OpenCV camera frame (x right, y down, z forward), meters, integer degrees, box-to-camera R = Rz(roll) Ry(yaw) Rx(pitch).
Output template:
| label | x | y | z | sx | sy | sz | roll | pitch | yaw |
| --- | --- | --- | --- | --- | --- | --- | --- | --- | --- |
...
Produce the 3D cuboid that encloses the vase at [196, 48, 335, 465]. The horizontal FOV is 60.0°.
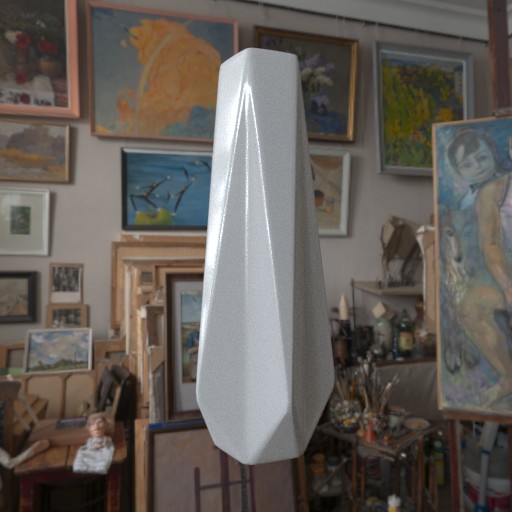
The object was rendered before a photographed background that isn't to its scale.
| label | x | y | z | sx | sy | sz | roll | pitch | yaw |
| --- | --- | --- | --- | --- | --- | --- | --- | --- | --- |
| vase | 0.000 | 0.000 | 0.387 | 0.116 | 0.329 | 0.122 | 0 | 1 | 35 |
